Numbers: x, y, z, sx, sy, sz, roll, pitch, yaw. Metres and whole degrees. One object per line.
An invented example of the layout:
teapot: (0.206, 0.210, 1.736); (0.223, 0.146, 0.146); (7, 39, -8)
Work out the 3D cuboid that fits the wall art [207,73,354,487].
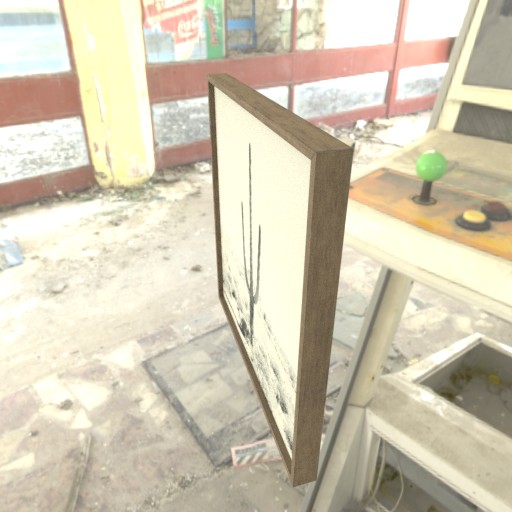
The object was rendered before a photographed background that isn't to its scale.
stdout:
wall art: (0.000, 0.000, 0.748); (0.038, 0.508, 0.508); (-9, 31, -14)
